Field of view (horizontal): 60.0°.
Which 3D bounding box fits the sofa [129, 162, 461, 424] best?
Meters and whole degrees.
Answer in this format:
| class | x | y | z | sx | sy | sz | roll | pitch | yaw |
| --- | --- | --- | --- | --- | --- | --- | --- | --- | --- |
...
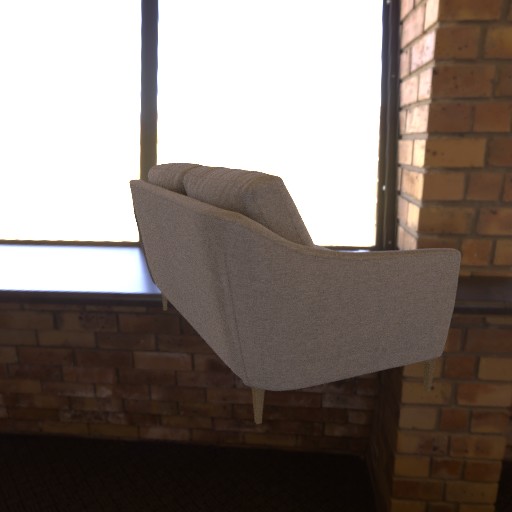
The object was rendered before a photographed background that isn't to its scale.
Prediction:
| class | x | y | z | sx | sy | sz | roll | pitch | yaw |
| --- | --- | --- | --- | --- | --- | --- | --- | --- | --- |
| sofa | 0.000 | 0.000 | 2.190 | 0.960 | 0.904 | 1.619 | -7 | 16 | -26 |
